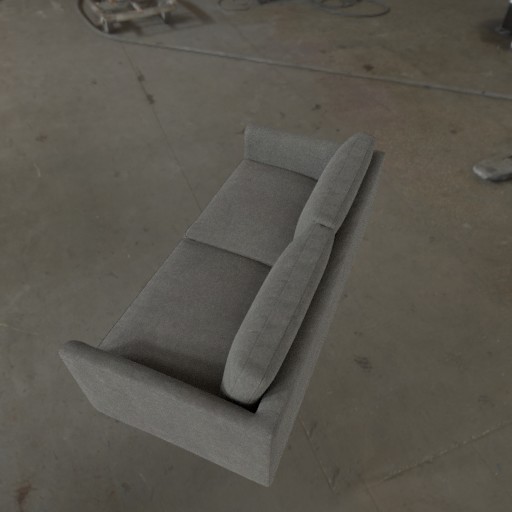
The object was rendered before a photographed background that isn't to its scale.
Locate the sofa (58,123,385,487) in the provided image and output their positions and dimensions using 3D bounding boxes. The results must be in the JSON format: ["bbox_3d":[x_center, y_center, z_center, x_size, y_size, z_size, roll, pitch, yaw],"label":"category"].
[{"bbox_3d":[0.000,0.000,2.778,1.092,0.838,2.257,17,49,16],"label":"sofa"}]
